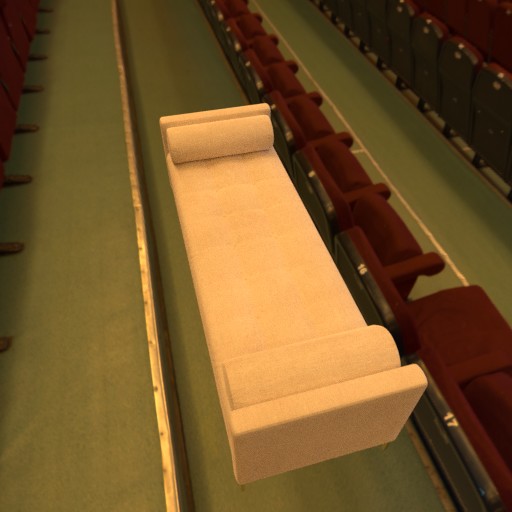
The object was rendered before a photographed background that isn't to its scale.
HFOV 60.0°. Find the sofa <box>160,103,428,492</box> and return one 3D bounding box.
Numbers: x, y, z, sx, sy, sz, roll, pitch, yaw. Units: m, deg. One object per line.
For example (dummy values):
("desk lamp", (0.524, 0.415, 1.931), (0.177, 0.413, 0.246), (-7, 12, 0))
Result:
("sofa", (0.000, 0.000, 2.297), (0.686, 0.635, 1.981), (-11, 48, -10))
